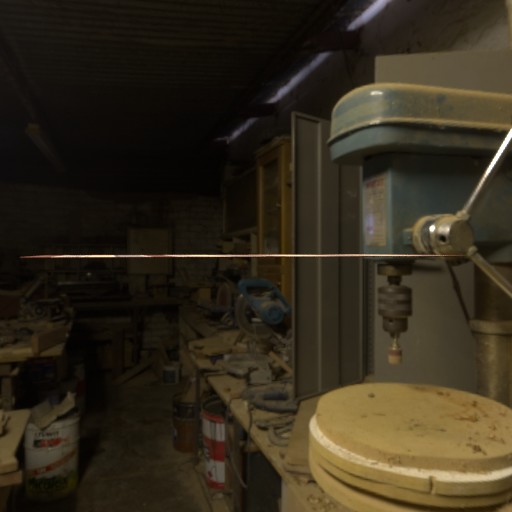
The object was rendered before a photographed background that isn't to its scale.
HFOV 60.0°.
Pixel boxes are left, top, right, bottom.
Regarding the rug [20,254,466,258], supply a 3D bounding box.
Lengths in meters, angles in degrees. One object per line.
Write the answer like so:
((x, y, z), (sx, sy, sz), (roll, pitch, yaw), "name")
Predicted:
((0.000, 0.000, 2.697), (2.437, 0.006, 0.792), (0, 1, -18), "rug")
